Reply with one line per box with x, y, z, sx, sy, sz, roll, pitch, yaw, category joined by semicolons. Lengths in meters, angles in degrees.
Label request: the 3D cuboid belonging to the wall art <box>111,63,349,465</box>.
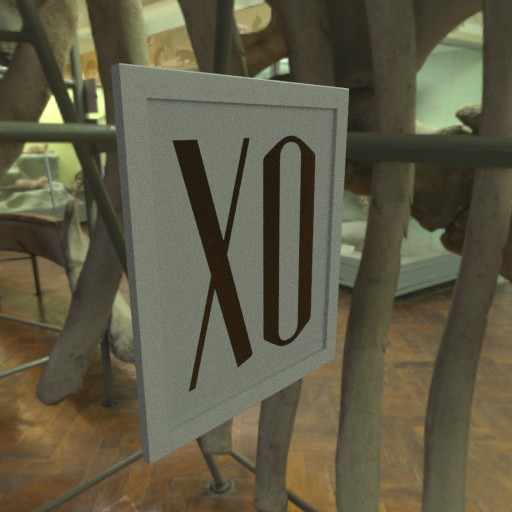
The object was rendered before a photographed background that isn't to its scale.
0.000;0.000;0.721;0.444;0.536;0.020;-15;21;-42;wall art
